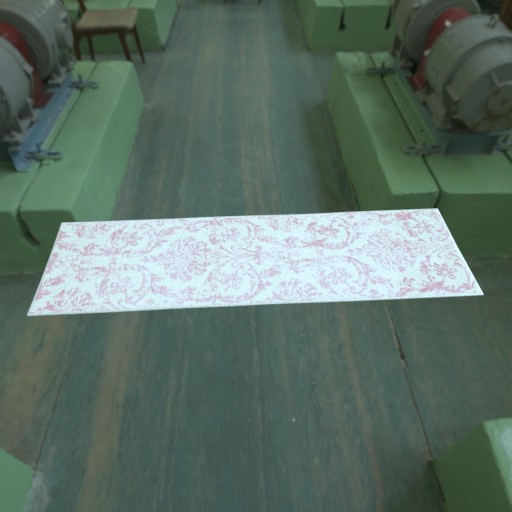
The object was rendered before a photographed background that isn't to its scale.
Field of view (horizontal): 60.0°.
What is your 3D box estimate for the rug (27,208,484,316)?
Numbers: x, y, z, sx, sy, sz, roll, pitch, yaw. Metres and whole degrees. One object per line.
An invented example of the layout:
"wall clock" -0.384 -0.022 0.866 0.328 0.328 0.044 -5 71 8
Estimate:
"rug" 0.000 0.000 2.354 2.196 0.011 0.662 -2 46 -2
